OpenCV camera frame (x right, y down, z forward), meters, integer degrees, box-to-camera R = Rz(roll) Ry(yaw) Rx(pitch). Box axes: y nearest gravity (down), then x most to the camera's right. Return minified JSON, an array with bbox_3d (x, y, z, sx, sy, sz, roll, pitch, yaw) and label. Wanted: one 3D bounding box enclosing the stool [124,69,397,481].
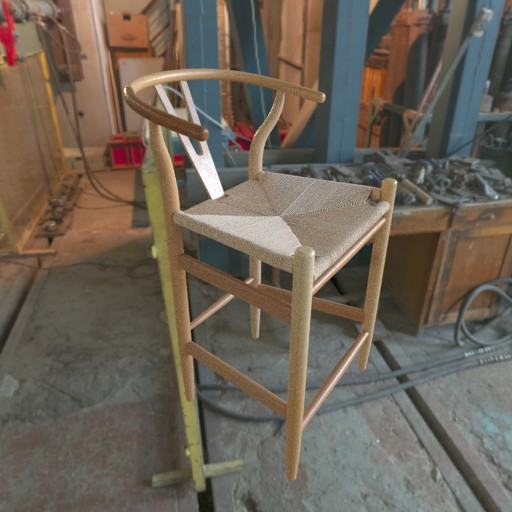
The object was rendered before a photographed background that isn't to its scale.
[{"bbox_3d":[0.000,0.000,1.230,0.575,0.923,0.536,18,33,29],"label":"stool"}]
